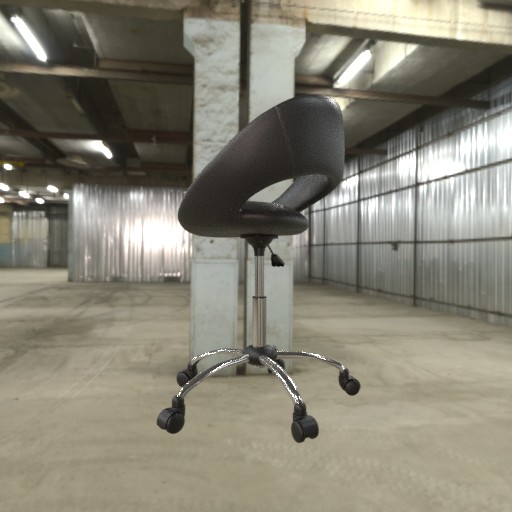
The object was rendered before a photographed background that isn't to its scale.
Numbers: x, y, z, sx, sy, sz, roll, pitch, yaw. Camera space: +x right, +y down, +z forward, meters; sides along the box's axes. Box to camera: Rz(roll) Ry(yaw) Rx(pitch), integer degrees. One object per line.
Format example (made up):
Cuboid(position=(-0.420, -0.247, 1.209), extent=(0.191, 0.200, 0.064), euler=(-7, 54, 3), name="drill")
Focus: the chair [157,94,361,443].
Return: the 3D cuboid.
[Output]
Cuboid(position=(0.000, 0.000, 1.223), extent=(0.538, 0.791, 0.612), euler=(0, 0, 19), name="chair")
